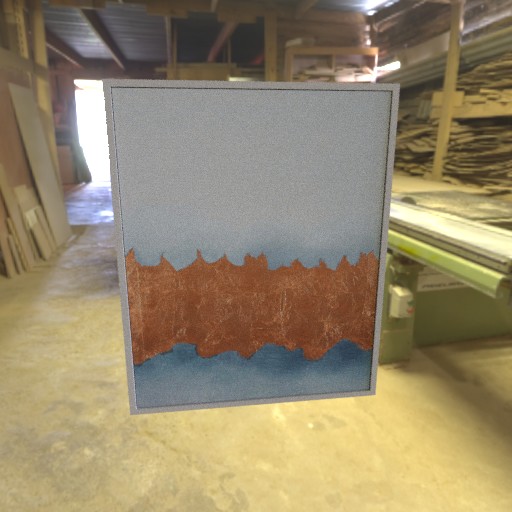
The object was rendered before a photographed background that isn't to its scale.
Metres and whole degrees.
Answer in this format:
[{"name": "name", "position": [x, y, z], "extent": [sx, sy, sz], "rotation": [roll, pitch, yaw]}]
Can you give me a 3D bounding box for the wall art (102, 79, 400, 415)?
[{"name": "wall art", "position": [0.000, 0.000, 0.755], "extent": [0.451, 0.553, 0.039], "rotation": [-2, 15, -8]}]
